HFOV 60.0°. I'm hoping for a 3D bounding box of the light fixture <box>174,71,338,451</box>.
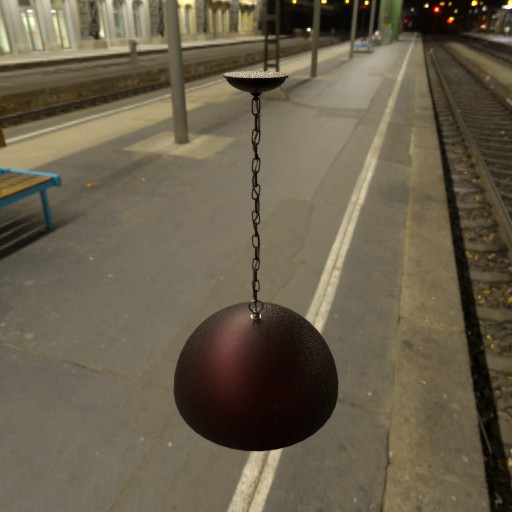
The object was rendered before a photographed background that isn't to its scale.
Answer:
[{"bbox_3d":[0.000,0.000,1.141,0.492,0.869,0.492,-1,28,-3],"label":"light fixture"}]
